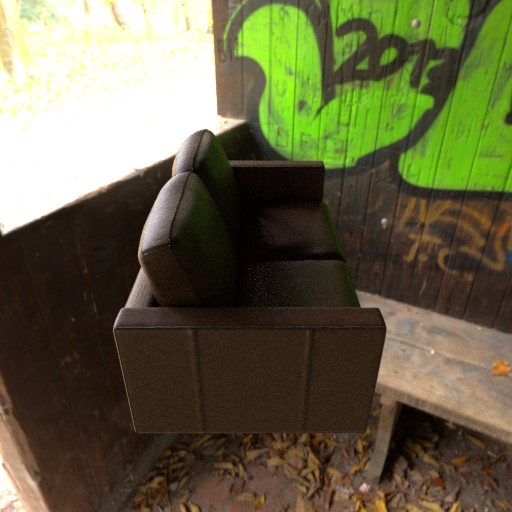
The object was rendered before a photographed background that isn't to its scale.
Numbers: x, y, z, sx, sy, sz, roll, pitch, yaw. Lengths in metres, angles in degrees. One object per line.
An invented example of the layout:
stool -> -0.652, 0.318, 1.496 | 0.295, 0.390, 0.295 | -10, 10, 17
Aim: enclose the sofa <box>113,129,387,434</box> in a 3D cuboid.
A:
sofa -> 0.000, 0.000, 2.178 | 0.909, 0.951, 1.578 | 0, 31, 0
